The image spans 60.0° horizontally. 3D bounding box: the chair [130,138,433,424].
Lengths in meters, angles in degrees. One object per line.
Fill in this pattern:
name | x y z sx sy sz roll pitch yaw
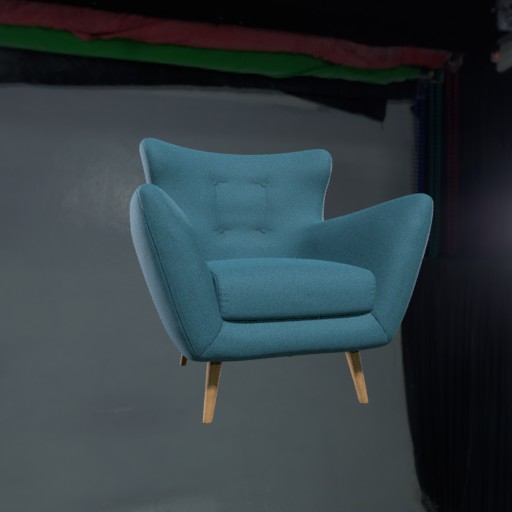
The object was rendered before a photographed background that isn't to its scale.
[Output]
chair | 0.000 0.000 1.598 0.890 0.889 0.889 -1 2 -17
